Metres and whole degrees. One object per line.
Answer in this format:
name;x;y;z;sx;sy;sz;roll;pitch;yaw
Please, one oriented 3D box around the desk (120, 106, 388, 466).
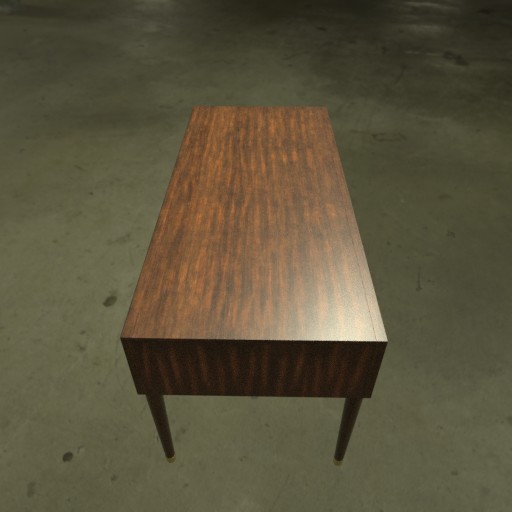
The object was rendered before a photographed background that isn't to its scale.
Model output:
desk;0.000;0.000;2.019;0.724;0.762;1.575;1;40;1
